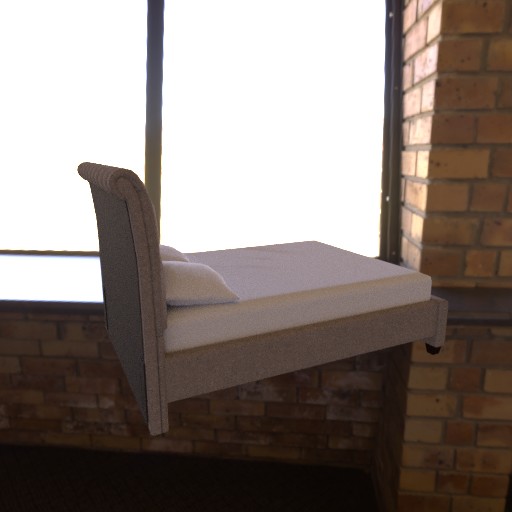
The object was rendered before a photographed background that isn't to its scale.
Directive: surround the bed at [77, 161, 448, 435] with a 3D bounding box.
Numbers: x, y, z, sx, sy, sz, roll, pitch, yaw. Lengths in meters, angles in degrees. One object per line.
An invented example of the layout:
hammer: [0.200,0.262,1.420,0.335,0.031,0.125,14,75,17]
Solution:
bed: [0.000,0.000,3.301,2.252,1.371,1.645,-6,15,-26]
